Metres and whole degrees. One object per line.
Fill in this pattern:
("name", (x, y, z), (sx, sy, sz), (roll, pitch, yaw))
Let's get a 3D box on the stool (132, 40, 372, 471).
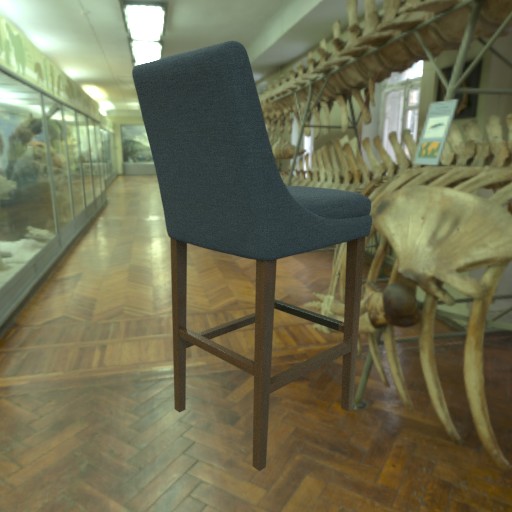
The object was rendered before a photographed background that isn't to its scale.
("stool", (0.000, 0.000, 1.352), (0.577, 1.078, 0.470), (-13, 19, -42))
